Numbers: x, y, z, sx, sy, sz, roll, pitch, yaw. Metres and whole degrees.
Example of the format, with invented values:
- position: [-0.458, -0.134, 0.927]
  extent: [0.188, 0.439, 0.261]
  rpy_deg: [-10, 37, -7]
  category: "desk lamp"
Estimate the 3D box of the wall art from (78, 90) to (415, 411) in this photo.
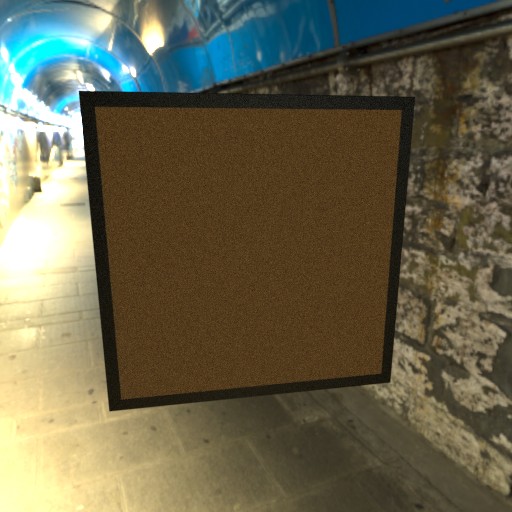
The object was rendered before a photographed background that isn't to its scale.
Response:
- position: [0.000, 0.000, 0.740]
  extent: [0.508, 0.508, 0.036]
  rpy_deg: [-3, 15, -10]
  category: "wall art"
